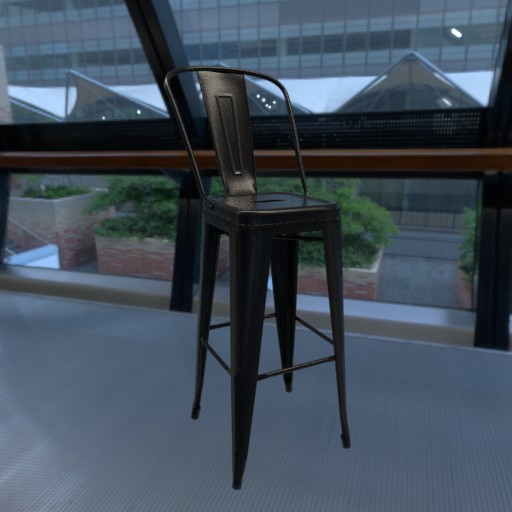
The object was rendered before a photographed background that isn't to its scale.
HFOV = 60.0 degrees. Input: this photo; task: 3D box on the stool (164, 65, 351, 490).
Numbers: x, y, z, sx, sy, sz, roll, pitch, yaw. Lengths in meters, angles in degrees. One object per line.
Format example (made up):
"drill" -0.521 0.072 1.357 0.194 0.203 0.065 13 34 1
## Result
"stool" 0.000 0.000 1.302 0.399 1.096 0.513 -7 17 -26
